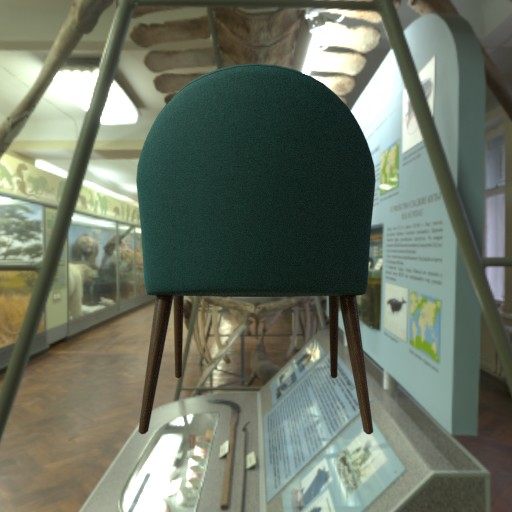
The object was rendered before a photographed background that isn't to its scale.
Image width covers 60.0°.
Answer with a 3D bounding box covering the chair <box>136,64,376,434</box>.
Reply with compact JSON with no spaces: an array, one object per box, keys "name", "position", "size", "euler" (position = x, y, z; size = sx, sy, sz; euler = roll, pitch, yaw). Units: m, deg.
[{"name":"chair","position":[0.000,0.000,1.358],"size":[0.656,0.907,0.652],"euler":[0,0,0]}]
